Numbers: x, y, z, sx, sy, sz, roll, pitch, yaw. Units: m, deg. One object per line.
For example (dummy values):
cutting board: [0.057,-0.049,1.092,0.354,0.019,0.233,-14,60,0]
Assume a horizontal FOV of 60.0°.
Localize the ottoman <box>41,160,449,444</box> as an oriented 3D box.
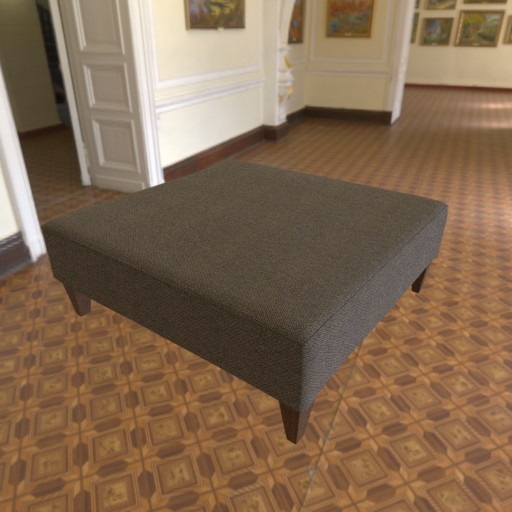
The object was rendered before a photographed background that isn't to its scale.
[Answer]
ottoman: [0.000,0.000,1.529,0.981,0.378,0.970,19,33,32]
